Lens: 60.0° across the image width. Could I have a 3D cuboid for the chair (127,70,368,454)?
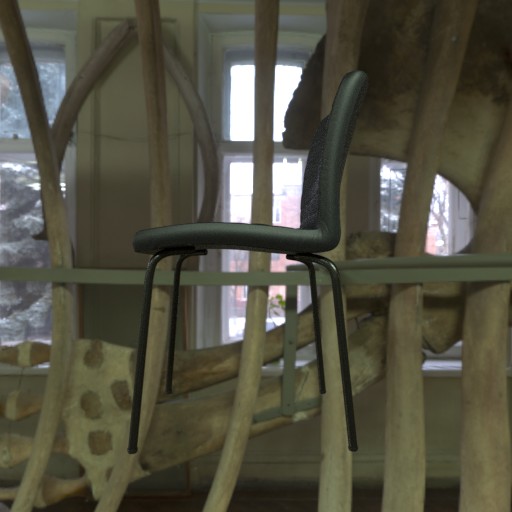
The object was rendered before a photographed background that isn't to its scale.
[{"bbox_3d":[0.000,0.000,1.198,0.572,0.872,0.450,0,0,-1],"label":"chair"}]
